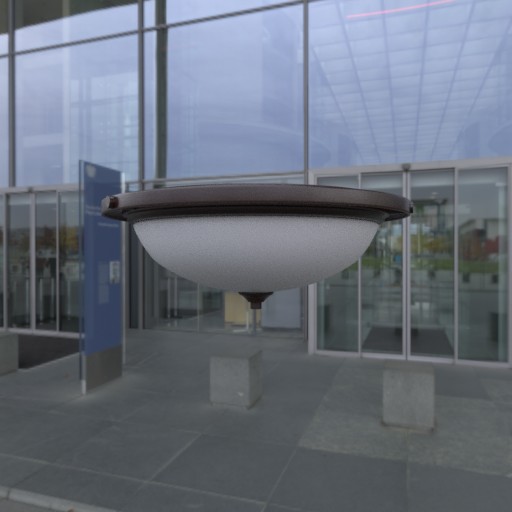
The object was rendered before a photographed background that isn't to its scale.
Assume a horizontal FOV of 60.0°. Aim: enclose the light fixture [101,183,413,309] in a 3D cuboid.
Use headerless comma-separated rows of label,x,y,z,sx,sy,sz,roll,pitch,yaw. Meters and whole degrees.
light fixture,0.000,0.000,0.548,0.361,0.130,0.361,0,0,0
